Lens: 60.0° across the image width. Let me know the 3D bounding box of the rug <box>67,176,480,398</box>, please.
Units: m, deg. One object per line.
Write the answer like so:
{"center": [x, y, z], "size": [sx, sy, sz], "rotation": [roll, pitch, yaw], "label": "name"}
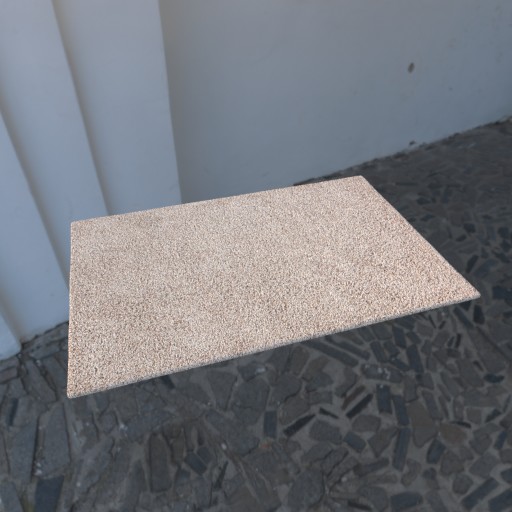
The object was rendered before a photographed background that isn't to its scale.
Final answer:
{"center": [0.000, 0.000, 3.430], "size": [2.743, 0.030, 1.778], "rotation": [-11, 41, -13], "label": "rug"}
